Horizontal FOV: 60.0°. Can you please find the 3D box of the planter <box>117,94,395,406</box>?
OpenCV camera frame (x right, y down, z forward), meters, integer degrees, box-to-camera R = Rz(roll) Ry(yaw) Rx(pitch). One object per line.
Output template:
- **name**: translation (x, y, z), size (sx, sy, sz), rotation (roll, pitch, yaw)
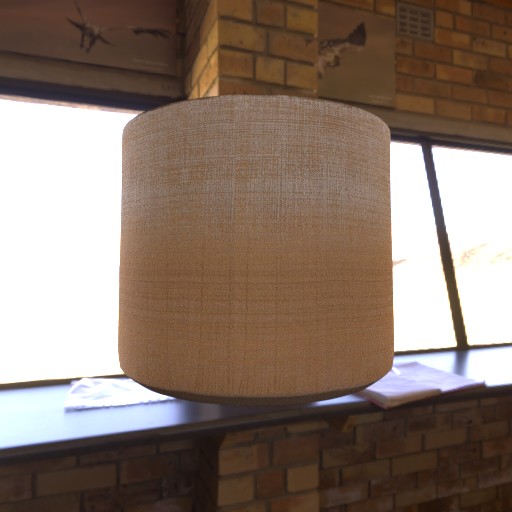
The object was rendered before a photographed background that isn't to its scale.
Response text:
- **planter**: translation (0.000, 0.000, 0.427), size (0.254, 0.221, 0.254), rotation (0, -1, 0)
